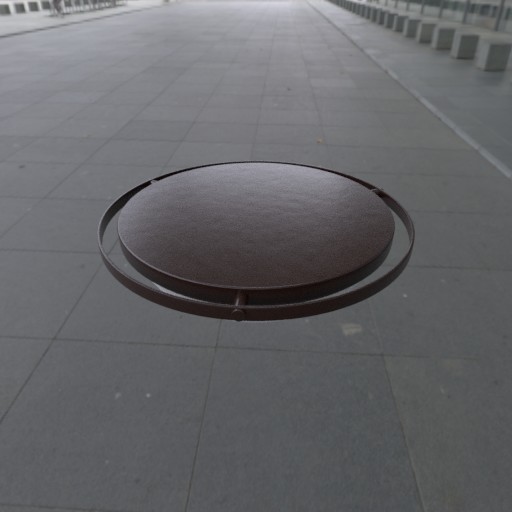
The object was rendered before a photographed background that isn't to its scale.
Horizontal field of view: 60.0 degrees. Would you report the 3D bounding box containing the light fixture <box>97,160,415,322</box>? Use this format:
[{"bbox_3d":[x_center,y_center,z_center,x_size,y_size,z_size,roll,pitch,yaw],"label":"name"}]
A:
[{"bbox_3d":[0.000,0.000,0.557,0.361,0.130,0.361,0,32,0],"label":"light fixture"}]
